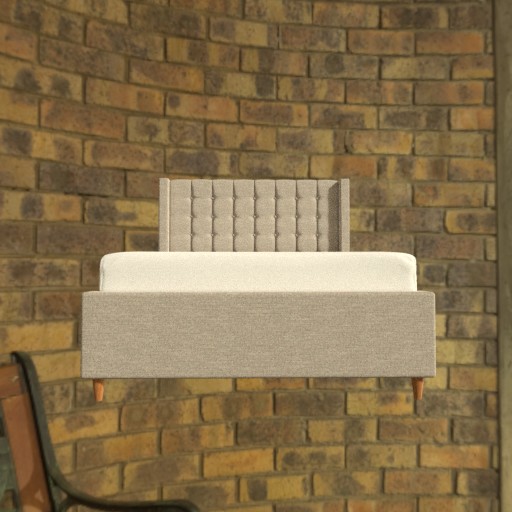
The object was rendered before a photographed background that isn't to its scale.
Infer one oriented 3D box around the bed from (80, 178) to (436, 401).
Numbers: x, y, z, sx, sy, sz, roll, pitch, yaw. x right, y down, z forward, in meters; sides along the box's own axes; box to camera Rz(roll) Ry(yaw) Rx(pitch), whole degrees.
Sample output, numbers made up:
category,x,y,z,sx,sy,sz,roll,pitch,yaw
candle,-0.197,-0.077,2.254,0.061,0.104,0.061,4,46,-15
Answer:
category,x,y,z,sx,sy,sz,roll,pitch,yaw
bed,0.000,0.000,3.738,2.044,1.748,2.372,0,-2,-1
